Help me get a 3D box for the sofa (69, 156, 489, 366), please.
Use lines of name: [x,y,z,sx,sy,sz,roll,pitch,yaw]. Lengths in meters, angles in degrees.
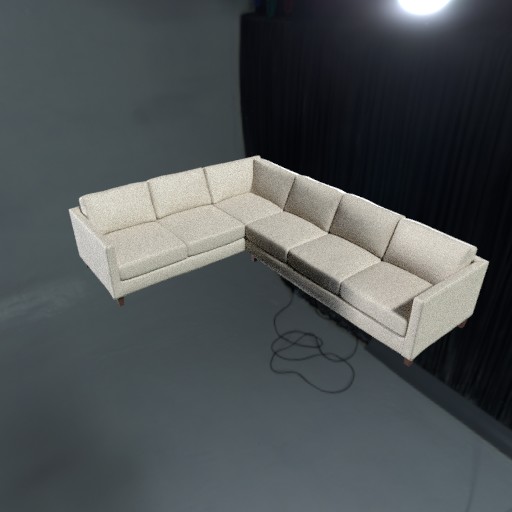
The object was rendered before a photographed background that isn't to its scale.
sofa: [0.000,0.000,4.214,2.432,0.863,3.182,-21,37,-32]
